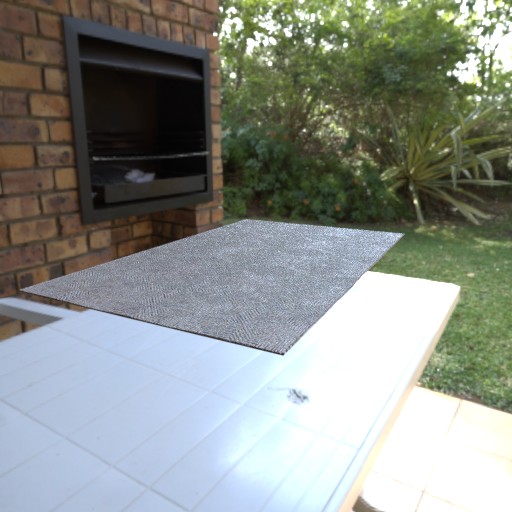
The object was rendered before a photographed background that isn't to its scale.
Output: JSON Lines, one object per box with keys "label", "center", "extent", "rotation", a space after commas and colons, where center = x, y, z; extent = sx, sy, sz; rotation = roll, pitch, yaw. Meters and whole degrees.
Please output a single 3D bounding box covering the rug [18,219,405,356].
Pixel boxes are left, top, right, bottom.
{"label": "rug", "center": [0.000, 0.000, 2.993], "extent": [1.519, 0.007, 2.428], "rotation": [8, 16, 27]}
